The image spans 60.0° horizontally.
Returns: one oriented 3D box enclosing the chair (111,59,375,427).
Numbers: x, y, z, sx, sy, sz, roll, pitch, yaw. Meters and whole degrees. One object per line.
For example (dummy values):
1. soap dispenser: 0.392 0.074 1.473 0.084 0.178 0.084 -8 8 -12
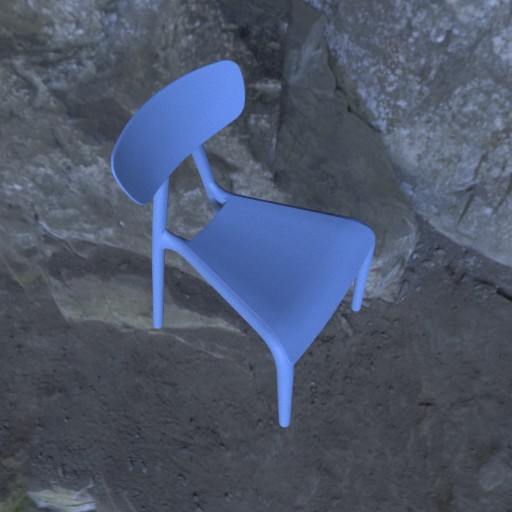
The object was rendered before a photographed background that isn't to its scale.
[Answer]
1. chair: 0.000 0.000 0.850 0.401 0.580 0.356 30 62 18
